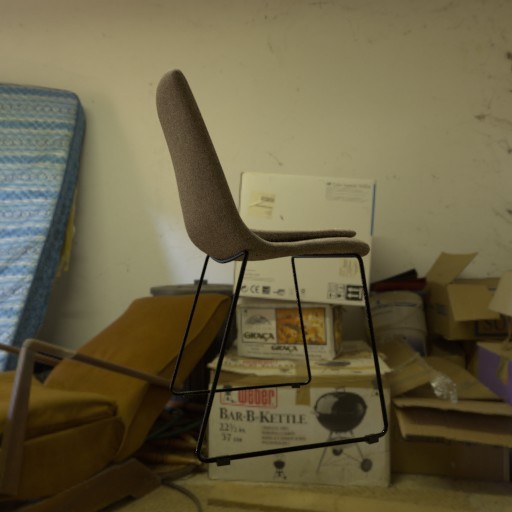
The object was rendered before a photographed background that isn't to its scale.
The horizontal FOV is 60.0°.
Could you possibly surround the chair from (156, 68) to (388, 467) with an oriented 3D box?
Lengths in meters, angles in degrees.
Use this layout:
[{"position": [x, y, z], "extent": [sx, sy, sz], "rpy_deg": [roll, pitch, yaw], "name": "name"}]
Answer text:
[{"position": [0.000, 0.000, 1.176], "extent": [0.518, 0.858, 0.479], "rpy_deg": [0, 0, -17], "name": "chair"}]
